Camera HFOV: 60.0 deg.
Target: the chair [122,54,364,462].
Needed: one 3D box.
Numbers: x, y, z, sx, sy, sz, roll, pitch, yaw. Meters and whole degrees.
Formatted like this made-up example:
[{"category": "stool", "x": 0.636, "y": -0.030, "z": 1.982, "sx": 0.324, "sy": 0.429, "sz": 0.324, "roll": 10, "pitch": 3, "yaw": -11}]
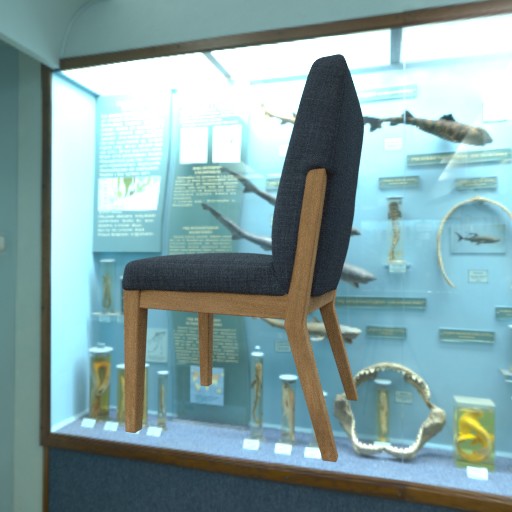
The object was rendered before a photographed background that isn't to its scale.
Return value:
[{"category": "chair", "x": 0.000, "y": 0.000, "z": 1.284, "sx": 0.586, "sy": 0.911, "sz": 0.507, "roll": 0, "pitch": -1, "yaw": 18}]
